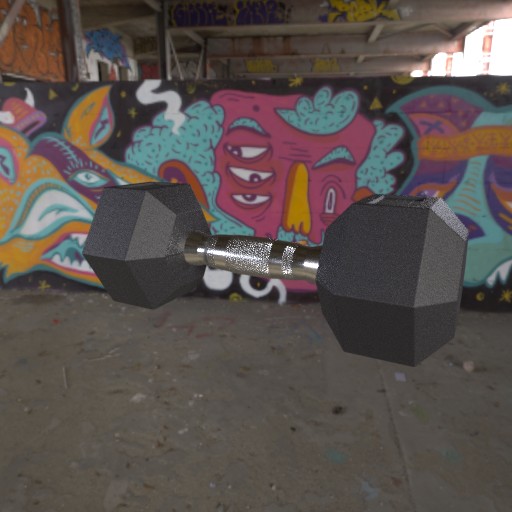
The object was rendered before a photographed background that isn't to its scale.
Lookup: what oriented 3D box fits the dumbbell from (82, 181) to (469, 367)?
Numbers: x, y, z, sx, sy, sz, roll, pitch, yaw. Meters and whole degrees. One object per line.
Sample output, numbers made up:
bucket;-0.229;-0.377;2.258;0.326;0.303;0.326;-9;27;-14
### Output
dumbbell;0.000;0.000;0.350;0.297;0.101;0.116;8;16;27
